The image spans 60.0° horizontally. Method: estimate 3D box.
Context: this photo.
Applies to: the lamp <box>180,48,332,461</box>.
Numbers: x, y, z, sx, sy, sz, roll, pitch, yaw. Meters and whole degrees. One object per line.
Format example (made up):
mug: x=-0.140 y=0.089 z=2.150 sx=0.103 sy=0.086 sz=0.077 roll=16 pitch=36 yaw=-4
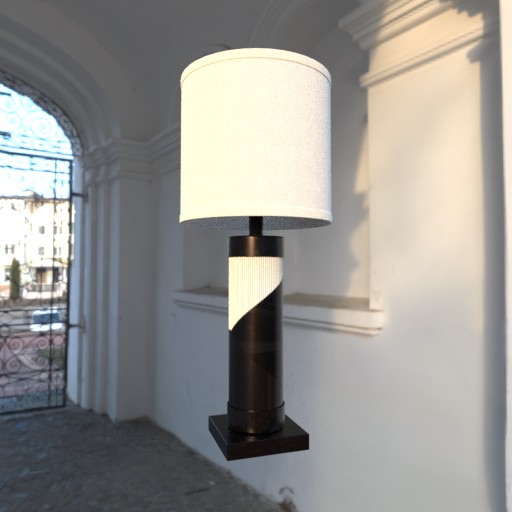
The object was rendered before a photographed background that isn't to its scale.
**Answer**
lamp: x=0.000 y=0.000 z=0.621 sx=0.211 sy=0.509 sz=0.211 roll=0 pitch=-1 yaw=-18
